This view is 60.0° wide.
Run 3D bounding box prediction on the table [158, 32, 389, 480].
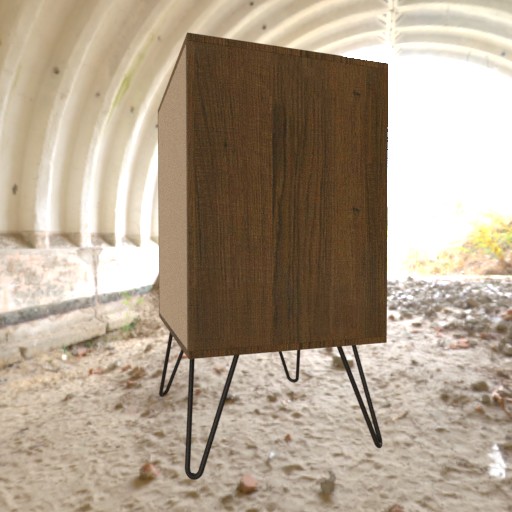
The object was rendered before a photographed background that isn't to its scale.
[{"bbox_3d":[0.000,0.000,1.169,0.457,0.866,0.526,-1,2,-18],"label":"table"}]
